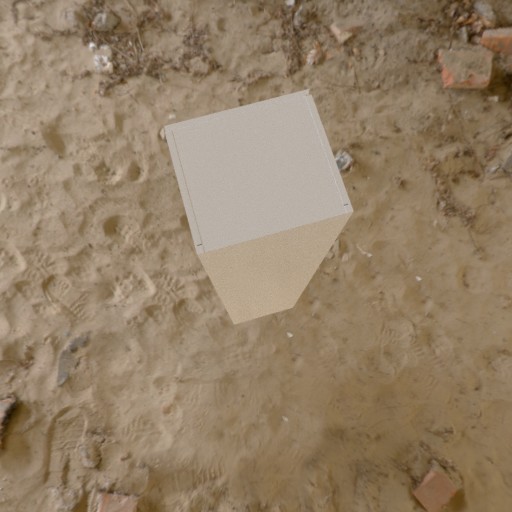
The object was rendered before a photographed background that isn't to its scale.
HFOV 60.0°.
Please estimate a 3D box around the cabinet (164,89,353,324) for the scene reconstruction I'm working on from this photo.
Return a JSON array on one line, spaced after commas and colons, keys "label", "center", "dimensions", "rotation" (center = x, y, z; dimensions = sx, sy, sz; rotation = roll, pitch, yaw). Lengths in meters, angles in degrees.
[{"label": "cabinet", "center": [0.000, 0.000, 1.525], "dimensions": [0.300, 1.400, 0.270], "rotation": [-16, 77, -4]}]
